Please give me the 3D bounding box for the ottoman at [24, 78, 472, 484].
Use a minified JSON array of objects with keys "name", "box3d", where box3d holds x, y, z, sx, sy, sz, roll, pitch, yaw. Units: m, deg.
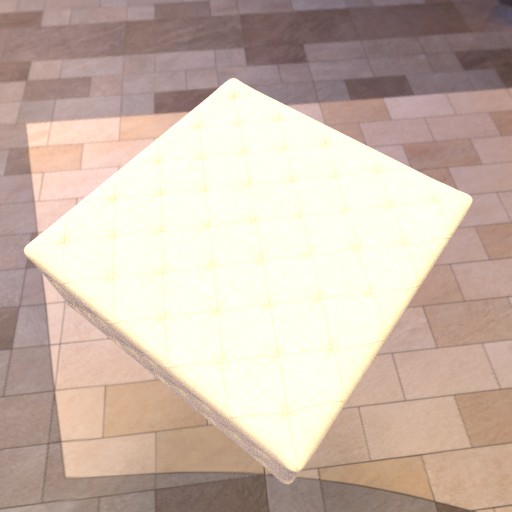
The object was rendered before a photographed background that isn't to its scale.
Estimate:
[{"name":"ottoman","box3d":[0.000,0.000,1.565,1.028,0.439,1.028,33,64,18]}]
